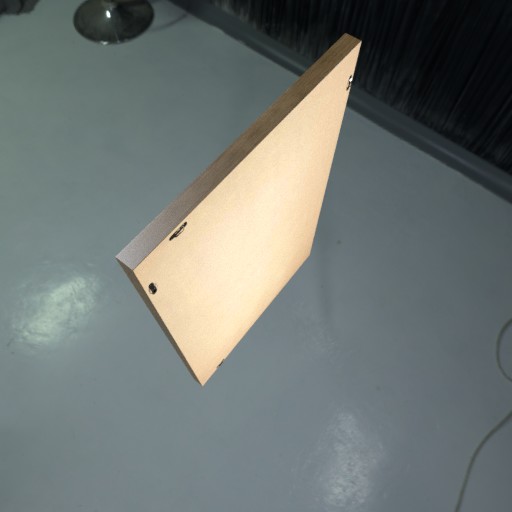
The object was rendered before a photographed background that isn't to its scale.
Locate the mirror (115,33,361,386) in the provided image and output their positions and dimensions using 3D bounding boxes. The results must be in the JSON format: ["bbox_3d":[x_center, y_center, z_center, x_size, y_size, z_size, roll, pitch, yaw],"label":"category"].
[{"bbox_3d":[0.000,0.000,1.150,0.041,0.915,0.609,35,69,16],"label":"mirror"}]
